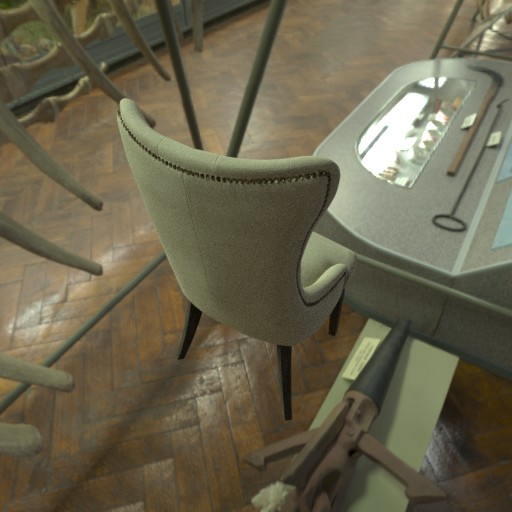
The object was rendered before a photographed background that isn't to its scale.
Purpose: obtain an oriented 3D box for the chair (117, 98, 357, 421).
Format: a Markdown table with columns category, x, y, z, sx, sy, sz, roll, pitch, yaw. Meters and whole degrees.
| category | x | y | z | sx | sy | sz | roll | pitch | yaw |
| --- | --- | --- | --- | --- | --- | --- | --- | --- | --- |
| chair | 0.000 | 0.000 | 1.436 | 0.584 | 1.065 | 0.590 | 23 | 48 | 22 |
